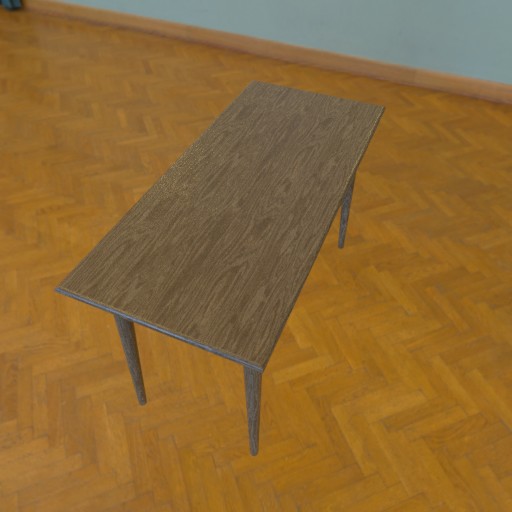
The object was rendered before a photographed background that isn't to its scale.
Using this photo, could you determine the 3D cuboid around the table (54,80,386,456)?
[{"bbox_3d":[0.000,0.000,1.775,0.599,0.780,1.300,18,49,16],"label":"table"}]
